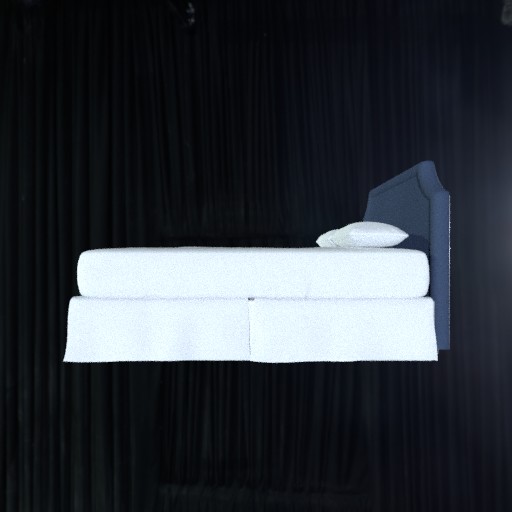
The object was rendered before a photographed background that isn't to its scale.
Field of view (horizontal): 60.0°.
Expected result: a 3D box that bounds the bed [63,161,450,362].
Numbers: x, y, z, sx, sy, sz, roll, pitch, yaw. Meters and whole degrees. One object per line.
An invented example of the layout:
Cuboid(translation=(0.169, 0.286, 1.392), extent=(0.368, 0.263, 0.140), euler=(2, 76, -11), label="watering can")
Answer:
Cuboid(translation=(0.000, 0.000, 4.243), extent=(2.773, 1.488, 2.350), euler=(0, 0, 0), label="bed")
